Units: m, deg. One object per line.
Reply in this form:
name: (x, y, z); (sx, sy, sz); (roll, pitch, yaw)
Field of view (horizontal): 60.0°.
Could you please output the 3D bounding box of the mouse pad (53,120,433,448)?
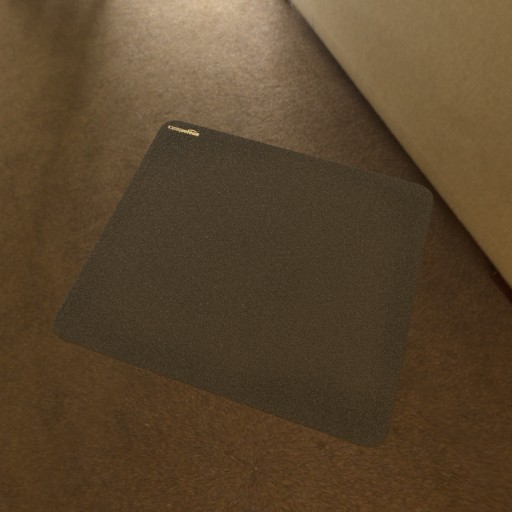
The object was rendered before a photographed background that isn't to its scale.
mouse pad: (0.000, 0.000, 0.631); (0.451, 0.002, 0.393); (17, 66, 8)
